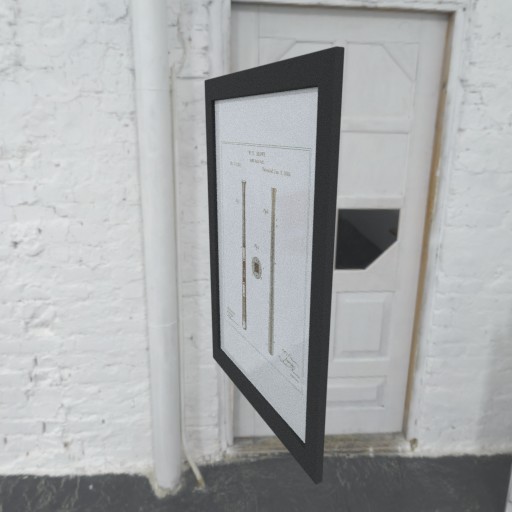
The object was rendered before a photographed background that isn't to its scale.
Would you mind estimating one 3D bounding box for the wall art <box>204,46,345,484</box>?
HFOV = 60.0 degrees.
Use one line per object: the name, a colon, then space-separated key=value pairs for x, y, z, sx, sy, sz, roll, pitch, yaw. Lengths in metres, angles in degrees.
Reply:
wall art: x=0.000 y=0.000 z=0.672 sx=0.012 sy=0.529 sz=0.374 roll=-8 pitch=18 yaw=-26
